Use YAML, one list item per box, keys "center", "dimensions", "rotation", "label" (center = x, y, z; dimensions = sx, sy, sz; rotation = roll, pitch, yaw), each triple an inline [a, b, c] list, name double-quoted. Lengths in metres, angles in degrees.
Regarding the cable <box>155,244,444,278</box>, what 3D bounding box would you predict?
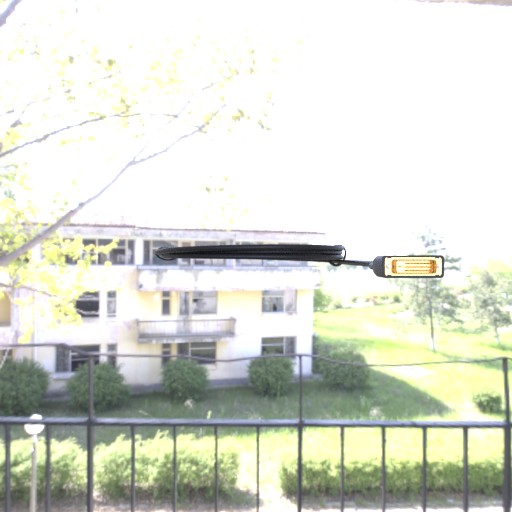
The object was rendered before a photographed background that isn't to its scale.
- center: [0.000, 0.000, 0.508]
  dimensions: [0.257, 0.030, 0.422]
  rotation: [0, 0, 0]
  label: "cable"
